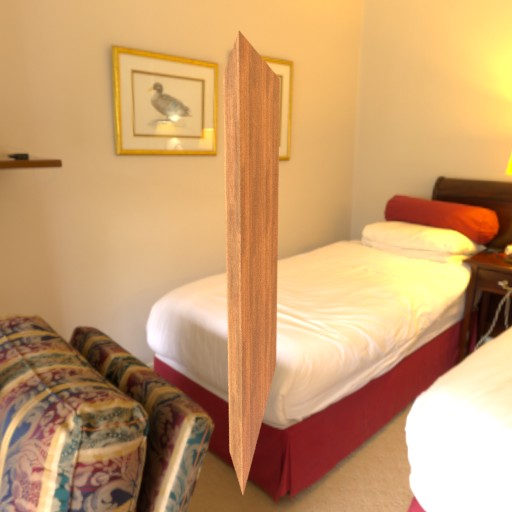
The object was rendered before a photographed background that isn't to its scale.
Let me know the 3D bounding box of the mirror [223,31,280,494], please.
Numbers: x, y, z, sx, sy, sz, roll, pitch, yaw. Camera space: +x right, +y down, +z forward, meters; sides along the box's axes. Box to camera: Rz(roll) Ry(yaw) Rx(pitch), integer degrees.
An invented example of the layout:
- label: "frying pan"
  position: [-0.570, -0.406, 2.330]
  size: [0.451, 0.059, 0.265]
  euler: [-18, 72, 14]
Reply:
- label: "mirror"
  position: [0.000, 0.000, 1.242]
  size: [0.047, 1.010, 0.651]
  euler: [2, 15, 9]
